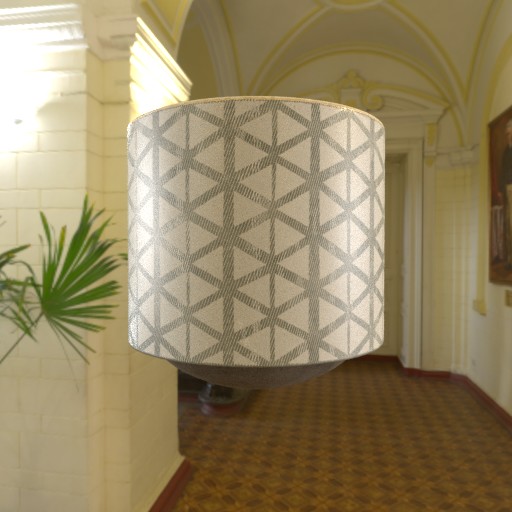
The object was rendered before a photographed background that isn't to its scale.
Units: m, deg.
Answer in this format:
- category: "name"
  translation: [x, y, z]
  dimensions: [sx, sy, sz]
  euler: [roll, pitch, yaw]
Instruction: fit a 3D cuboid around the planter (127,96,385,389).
- category: "planter"
  translation: [0.000, 0.000, 0.450]
  dimensions: [0.250, 0.239, 0.250]
  euler: [0, 1, 0]
